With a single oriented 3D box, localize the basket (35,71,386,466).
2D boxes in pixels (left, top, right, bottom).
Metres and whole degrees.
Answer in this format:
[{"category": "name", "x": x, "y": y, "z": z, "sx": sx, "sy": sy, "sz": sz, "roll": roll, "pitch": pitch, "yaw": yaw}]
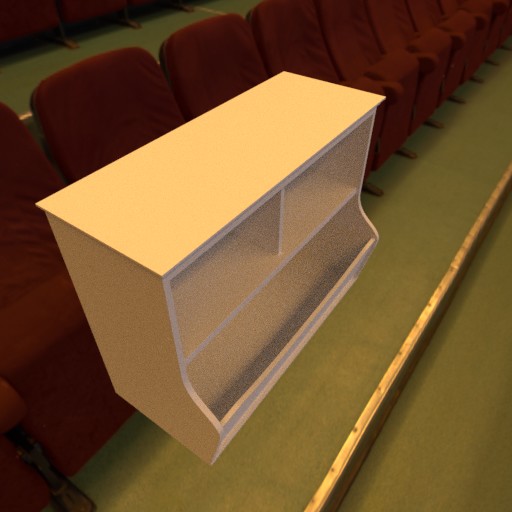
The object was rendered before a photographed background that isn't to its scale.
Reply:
[{"category": "basket", "x": 0.000, "y": 0.000, "z": 1.138, "sx": 0.376, "sy": 0.625, "sz": 0.792, "roll": 26, "pitch": 48, "yaw": 26}]
